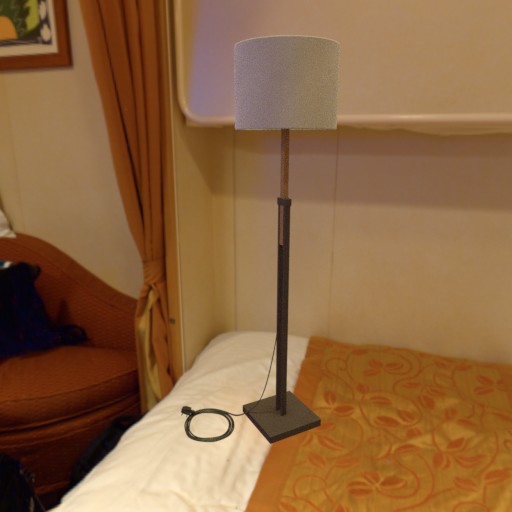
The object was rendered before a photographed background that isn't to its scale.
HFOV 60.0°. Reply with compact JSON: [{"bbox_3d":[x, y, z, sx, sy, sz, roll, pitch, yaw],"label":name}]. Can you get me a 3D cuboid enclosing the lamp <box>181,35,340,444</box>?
[{"bbox_3d":[0.000,0.000,1.893,0.639,1.650,0.474,-8,17,-27],"label":"lamp"}]
